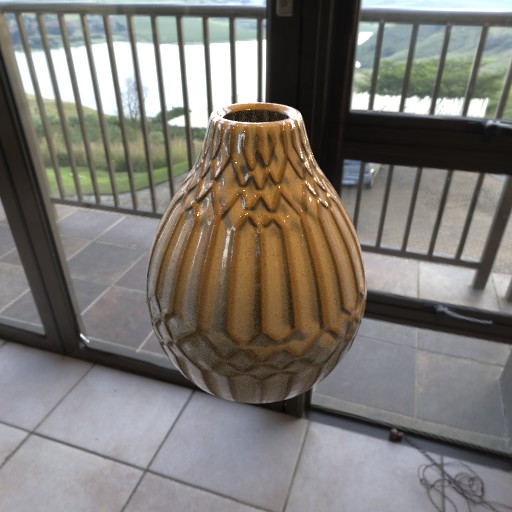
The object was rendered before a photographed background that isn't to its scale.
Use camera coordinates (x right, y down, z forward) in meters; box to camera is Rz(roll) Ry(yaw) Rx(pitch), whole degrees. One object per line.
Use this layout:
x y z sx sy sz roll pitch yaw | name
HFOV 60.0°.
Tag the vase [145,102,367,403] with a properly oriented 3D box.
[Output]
0.000 0.000 0.315 0.159 0.200 0.159 0 32 0 | vase
